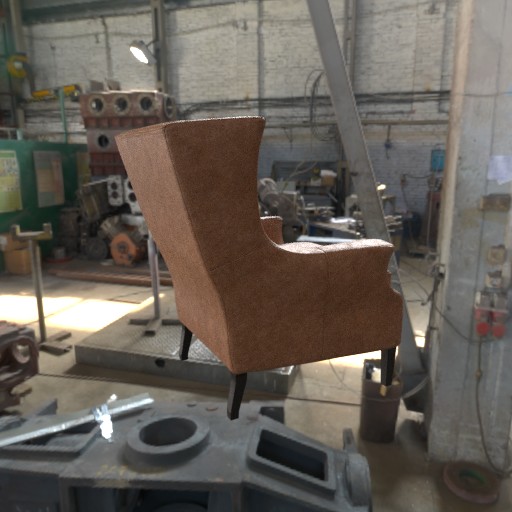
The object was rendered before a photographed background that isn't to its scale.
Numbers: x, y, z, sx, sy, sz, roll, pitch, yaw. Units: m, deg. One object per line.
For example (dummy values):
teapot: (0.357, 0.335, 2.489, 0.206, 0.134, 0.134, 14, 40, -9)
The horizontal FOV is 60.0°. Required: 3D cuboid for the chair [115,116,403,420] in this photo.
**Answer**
chair: (0.000, 0.000, 1.790, 0.926, 1.016, 0.853, -7, 14, -27)
